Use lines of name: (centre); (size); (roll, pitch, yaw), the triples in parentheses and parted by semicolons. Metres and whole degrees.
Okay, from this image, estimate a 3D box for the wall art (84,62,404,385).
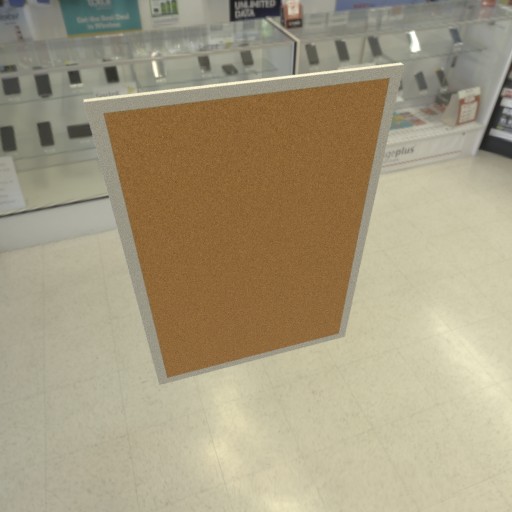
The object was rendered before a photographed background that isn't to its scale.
wall art: (0.000, 0.000, 1.196); (0.659, 0.940, 0.013); (-12, 43, -13)
